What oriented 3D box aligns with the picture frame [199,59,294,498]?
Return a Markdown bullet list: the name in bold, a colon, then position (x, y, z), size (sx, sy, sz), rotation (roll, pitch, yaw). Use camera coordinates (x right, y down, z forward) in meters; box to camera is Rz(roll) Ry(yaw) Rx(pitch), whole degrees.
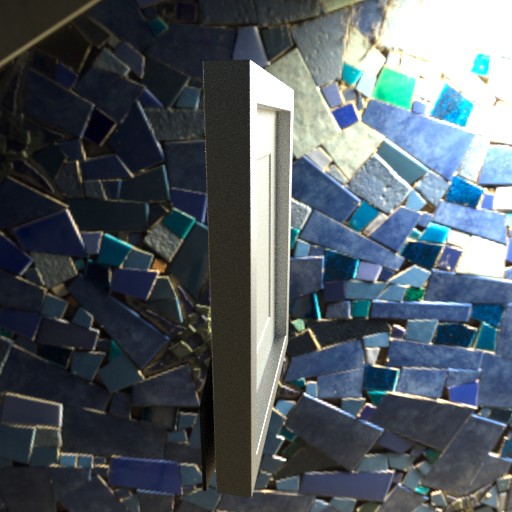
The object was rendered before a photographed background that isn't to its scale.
- **picture frame**: position (0.000, 0.000, 0.381), size (0.036, 0.282, 0.233), rotation (3, 17, 10)
